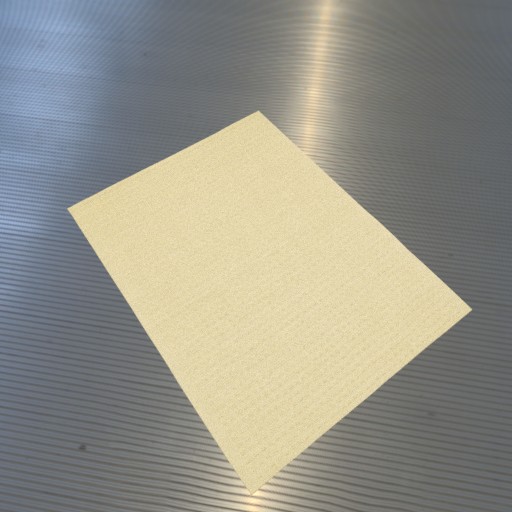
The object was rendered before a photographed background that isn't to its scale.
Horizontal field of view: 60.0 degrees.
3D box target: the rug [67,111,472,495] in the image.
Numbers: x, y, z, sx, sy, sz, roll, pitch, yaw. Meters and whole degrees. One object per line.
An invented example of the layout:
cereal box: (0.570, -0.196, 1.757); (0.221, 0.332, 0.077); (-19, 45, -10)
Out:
rug: (0.000, 0.000, 4.232); (2.452, 0.016, 3.204); (-32, 64, -18)
